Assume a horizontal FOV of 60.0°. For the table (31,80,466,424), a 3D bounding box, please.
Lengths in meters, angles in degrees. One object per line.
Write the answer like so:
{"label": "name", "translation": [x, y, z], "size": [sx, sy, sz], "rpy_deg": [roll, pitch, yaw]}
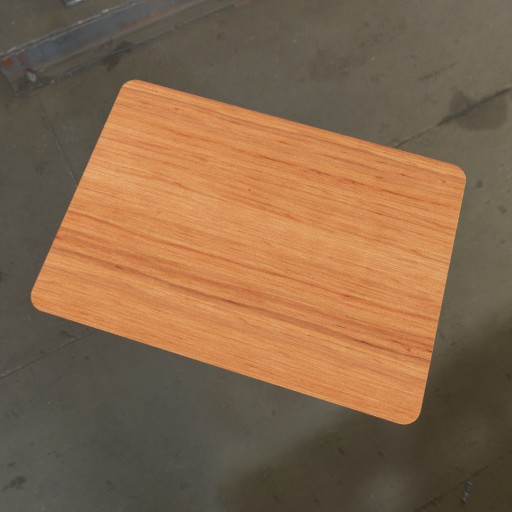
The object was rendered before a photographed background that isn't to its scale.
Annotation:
{"label": "table", "translation": [0.000, 0.000, 1.372], "size": [0.997, 0.445, 0.696], "rpy_deg": [16, 76, 4]}
